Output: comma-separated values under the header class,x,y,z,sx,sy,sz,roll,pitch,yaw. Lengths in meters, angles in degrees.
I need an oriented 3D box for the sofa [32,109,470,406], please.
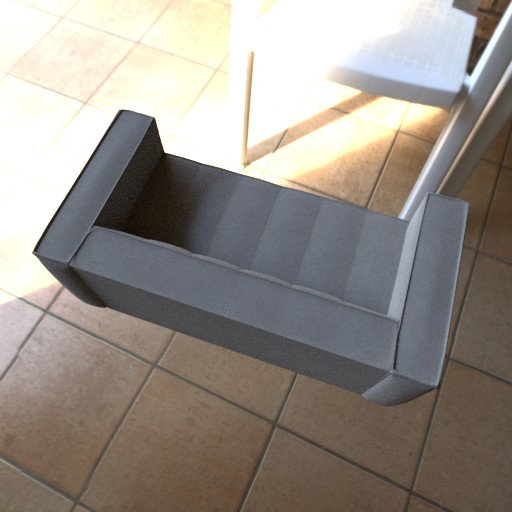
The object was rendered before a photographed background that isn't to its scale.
class,x,y,z,sx,sy,sz,roll,pitch,yaw
sofa,0.000,0.000,2.478,1.995,0.680,1.038,17,65,8
